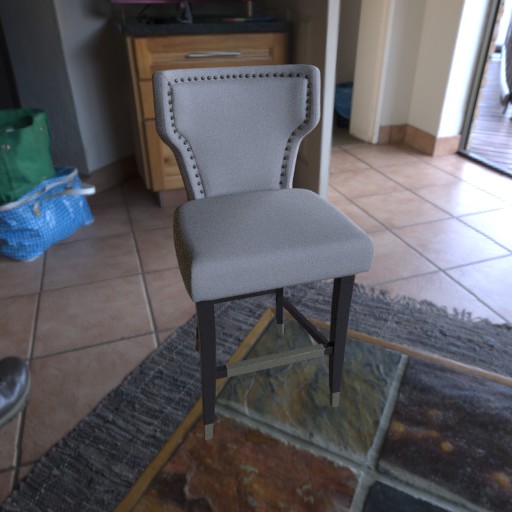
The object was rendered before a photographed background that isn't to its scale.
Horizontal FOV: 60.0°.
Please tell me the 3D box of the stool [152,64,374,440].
[{"bbox_3d":[0.000,0.000,1.433,0.526,1.092,0.563,-9,31,-15],"label":"stool"}]
